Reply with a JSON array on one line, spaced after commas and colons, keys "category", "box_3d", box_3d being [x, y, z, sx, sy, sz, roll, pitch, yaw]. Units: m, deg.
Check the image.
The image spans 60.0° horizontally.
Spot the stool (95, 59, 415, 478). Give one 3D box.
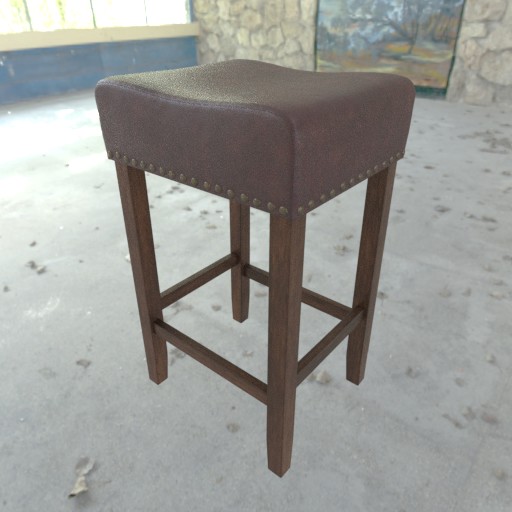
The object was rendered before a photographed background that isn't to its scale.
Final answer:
[{"category": "stool", "box_3d": [0.000, 0.000, 1.006, 0.465, 0.769, 0.401, 22, 37, 33]}]
